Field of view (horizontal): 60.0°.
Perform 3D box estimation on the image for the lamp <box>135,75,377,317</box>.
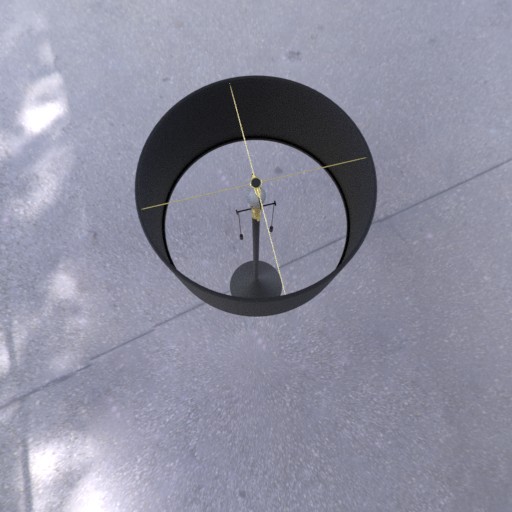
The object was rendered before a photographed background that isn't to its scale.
[{"bbox_3d":[0.000,0.000,1.798,0.580,1.526,0.580,-13,77,-3],"label":"lamp"}]
